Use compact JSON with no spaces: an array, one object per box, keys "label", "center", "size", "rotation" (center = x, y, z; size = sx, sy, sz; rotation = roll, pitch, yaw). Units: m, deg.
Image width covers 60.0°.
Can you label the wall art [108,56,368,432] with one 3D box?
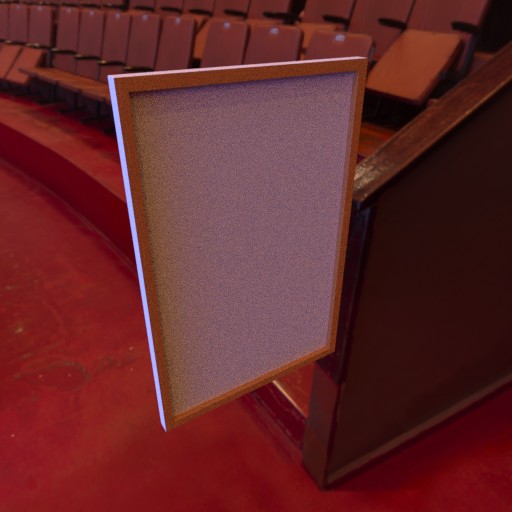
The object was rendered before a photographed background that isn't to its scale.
[{"label":"wall art","center":[0.000,0.000,1.152],"size":[0.610,0.916,0.037],"rotation":[-17,34,-28]}]
